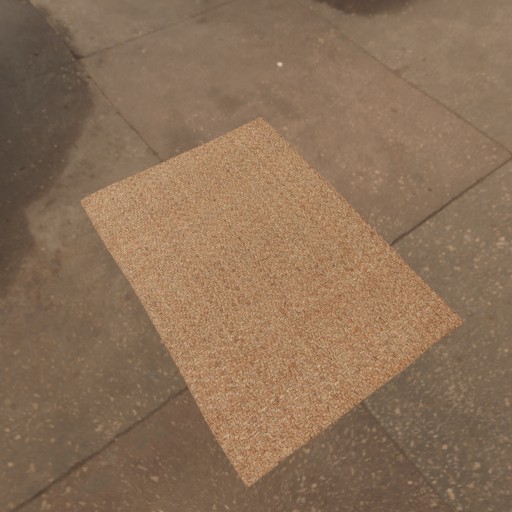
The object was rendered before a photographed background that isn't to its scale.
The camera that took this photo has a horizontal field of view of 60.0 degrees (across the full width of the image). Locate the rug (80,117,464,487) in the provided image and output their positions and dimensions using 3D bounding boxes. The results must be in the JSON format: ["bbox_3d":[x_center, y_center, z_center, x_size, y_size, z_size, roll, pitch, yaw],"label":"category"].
[{"bbox_3d":[0.000,0.000,2.830,1.566,0.013,2.141,-30,62,-18],"label":"rug"}]
